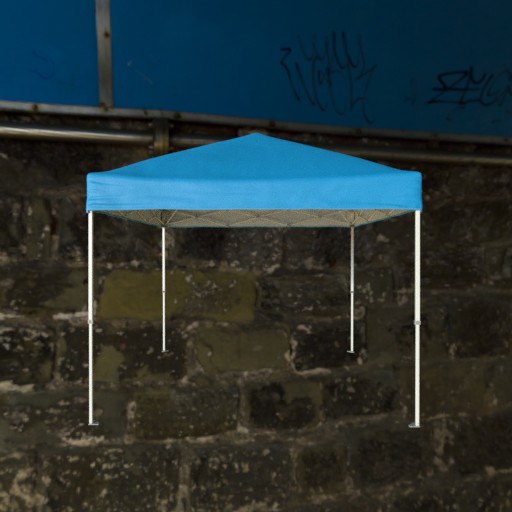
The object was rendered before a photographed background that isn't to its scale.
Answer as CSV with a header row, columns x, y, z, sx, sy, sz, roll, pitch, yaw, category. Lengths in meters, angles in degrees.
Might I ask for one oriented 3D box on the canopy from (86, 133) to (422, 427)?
x,y,z,sx,sy,sz,roll,pitch,yaw,category
0.000,0.000,5.416,2.998,2.997,2.996,0,1,1,canopy
